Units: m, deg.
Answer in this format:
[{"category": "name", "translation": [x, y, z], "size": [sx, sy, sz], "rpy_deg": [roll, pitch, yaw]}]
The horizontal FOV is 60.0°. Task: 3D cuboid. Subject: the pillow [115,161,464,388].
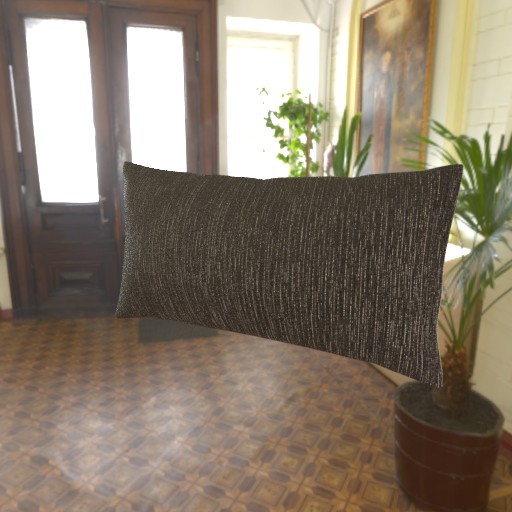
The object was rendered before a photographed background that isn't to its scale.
[{"category": "pillow", "translation": [0.000, 0.000, 0.740], "size": [0.608, 0.305, 0.156], "rpy_deg": [6, 14, 26]}]
